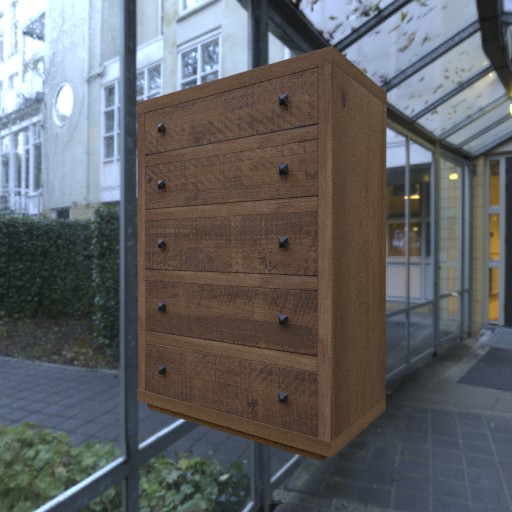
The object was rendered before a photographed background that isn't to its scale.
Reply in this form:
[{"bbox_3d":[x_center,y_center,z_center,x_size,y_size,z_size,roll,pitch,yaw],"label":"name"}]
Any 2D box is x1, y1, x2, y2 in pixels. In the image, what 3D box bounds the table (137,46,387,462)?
[{"bbox_3d":[0.000,0.000,1.810,0.901,1.294,0.524,1,1,35],"label":"table"}]
